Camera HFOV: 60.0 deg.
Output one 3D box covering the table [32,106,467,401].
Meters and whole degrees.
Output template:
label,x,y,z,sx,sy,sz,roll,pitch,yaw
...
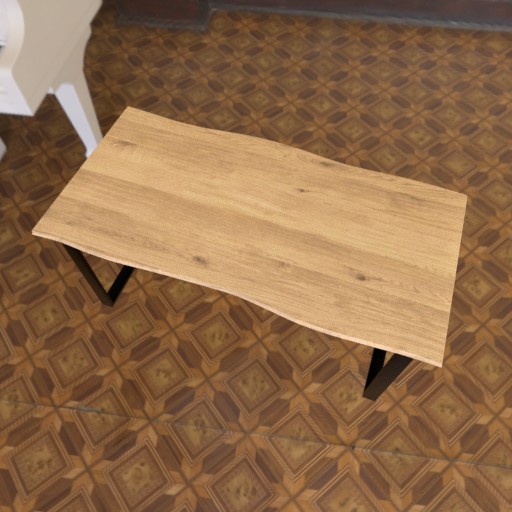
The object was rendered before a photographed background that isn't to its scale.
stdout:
label,x,y,z,sx,sy,sz,roll,pitch,yaw
table,0.000,0.000,2.346,1.800,0.780,0.900,17,60,10
